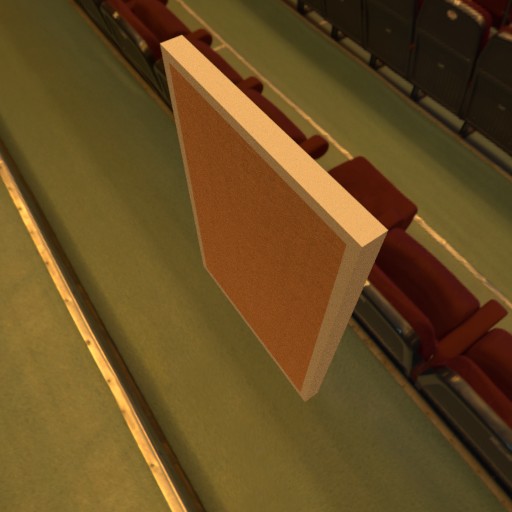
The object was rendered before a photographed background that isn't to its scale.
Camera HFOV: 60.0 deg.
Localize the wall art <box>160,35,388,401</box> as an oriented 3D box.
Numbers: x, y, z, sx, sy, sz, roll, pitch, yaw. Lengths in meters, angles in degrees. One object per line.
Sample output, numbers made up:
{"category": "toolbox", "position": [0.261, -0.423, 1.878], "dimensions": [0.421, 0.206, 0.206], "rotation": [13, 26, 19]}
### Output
{"category": "wall art", "position": [0.000, 0.000, 0.557], "dimensions": [0.025, 0.428, 0.293], "rotation": [-31, 63, -18]}
